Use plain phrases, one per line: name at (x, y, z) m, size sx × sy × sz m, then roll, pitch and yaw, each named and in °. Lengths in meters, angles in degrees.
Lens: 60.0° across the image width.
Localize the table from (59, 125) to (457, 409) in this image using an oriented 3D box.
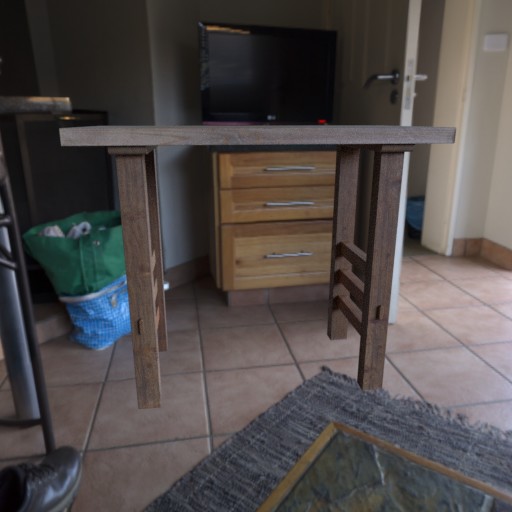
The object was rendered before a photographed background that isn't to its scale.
table at (0.000, 0.000, 1.630) m, size 1.119 × 0.914 × 0.556 m, roll -2°, pitch 17°, yaw -7°
